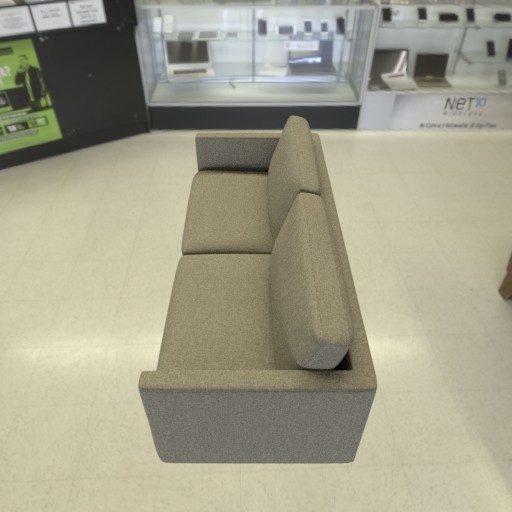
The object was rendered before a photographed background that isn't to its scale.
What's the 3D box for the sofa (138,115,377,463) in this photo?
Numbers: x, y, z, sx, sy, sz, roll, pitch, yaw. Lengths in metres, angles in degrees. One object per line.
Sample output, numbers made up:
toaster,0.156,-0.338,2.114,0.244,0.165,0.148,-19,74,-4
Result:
sofa,0.000,0.000,2.678,0.956,0.960,2.208,0,41,0
